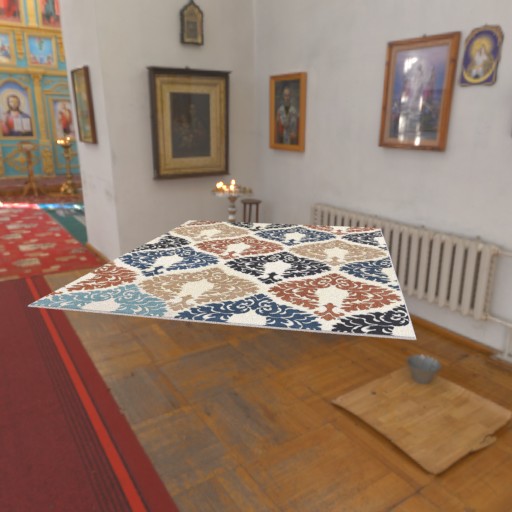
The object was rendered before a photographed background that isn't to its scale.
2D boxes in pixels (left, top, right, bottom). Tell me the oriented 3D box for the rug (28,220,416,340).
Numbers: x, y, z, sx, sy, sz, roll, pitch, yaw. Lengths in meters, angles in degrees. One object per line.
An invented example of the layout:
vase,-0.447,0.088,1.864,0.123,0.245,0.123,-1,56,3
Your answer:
rug,0.000,0.000,4.079,2.423,0.014,3.040,3,16,11
